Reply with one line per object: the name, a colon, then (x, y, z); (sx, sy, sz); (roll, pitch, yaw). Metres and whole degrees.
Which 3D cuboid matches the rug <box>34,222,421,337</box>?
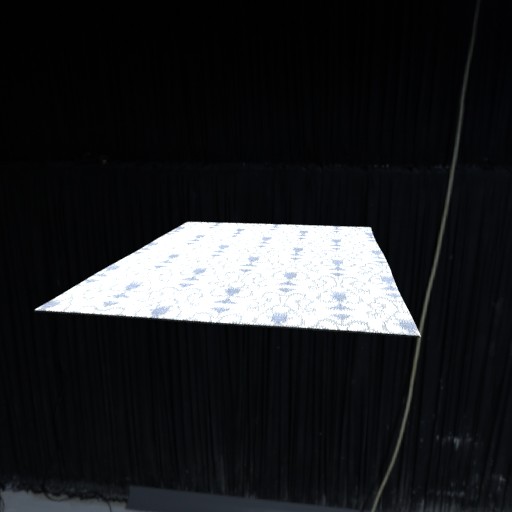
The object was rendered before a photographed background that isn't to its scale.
rug: (0.000, 0.000, 2.942); (1.676, 0.013, 2.261); (2, 15, 9)
